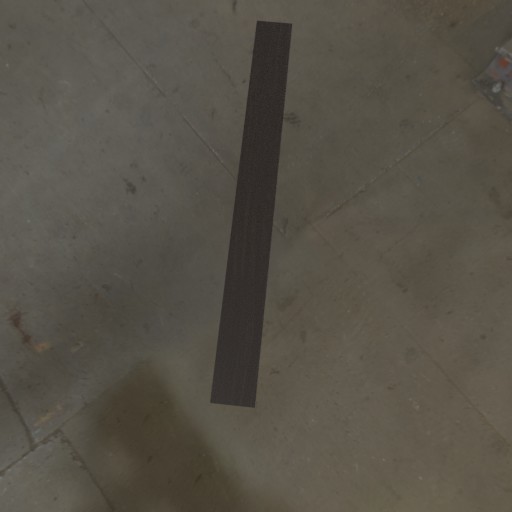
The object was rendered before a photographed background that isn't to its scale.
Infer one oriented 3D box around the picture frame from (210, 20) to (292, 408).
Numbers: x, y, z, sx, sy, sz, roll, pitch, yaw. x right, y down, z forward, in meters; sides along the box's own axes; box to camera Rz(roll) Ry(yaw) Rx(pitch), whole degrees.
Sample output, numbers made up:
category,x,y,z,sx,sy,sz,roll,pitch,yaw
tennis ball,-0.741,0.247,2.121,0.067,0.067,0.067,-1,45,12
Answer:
category,x,y,z,sx,sy,sz,roll,pitch,yaw
picture frame,0.000,0.000,0.758,0.044,0.555,0.452,6,75,2
